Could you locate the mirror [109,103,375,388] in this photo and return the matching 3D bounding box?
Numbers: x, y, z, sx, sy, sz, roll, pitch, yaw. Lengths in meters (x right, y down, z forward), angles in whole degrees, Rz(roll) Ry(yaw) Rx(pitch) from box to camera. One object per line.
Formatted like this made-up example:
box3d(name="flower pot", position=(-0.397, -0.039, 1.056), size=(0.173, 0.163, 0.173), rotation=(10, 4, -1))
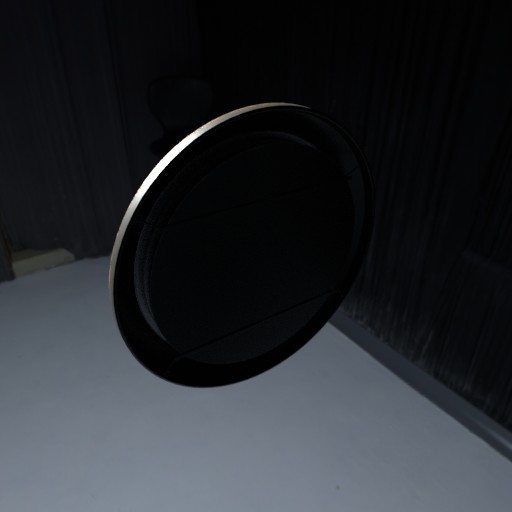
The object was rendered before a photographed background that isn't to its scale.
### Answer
box3d(name="mirror", position=(0.000, 0.000, 1.357), size=(0.907, 0.907, 0.111), rotation=(-19, 36, -28))
